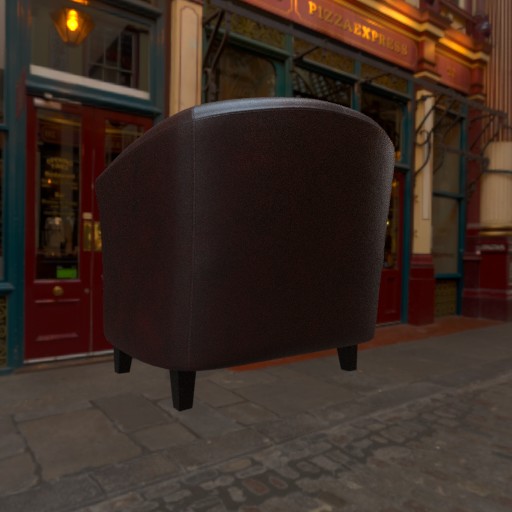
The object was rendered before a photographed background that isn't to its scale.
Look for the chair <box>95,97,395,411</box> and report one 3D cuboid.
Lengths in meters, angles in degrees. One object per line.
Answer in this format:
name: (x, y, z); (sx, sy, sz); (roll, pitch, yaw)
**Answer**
chair: (0.000, 0.000, 1.371); (0.792, 0.756, 0.727); (0, 0, -37)
